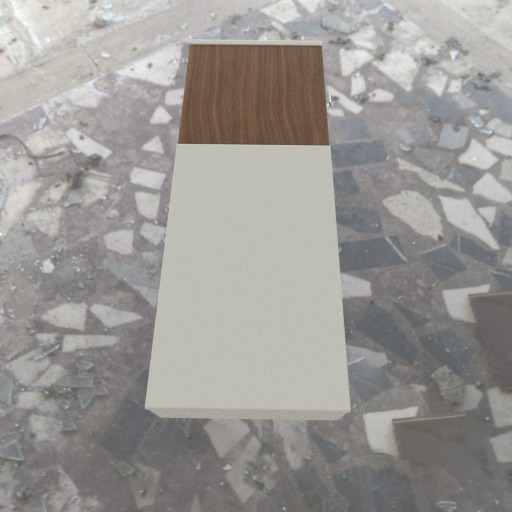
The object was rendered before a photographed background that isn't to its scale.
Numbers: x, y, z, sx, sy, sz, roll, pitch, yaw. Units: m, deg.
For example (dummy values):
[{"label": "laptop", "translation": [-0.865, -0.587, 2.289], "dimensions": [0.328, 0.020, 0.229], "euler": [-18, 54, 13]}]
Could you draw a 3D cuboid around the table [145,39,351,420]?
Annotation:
[{"label": "table", "translation": [0.000, 0.000, 1.452], "dimensions": [0.418, 0.785, 1.066], "euler": [1, 63, 0]}]
